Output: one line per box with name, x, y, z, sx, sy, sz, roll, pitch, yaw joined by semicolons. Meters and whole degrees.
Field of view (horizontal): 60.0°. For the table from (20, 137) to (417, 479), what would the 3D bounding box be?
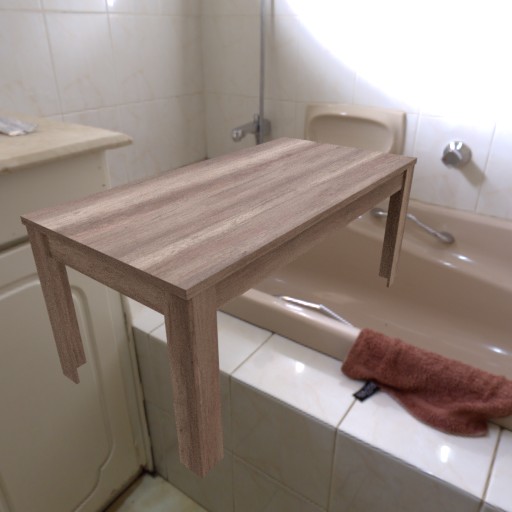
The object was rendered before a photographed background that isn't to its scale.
table;0.000;0.000;2.270;0.900;0.790;1.800;19;33;33
